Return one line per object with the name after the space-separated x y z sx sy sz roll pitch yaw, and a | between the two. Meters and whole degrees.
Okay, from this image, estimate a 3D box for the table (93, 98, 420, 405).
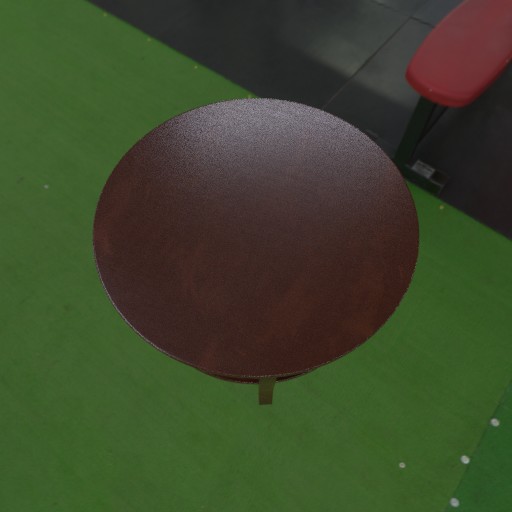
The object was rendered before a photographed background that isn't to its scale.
0.000 0.000 1.476 0.911 0.512 0.911 0 62 0 | table
